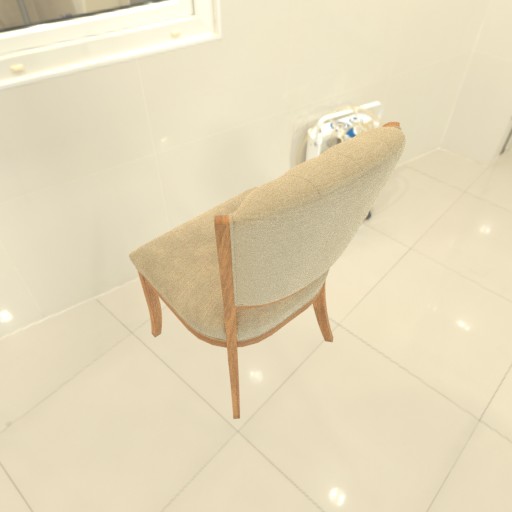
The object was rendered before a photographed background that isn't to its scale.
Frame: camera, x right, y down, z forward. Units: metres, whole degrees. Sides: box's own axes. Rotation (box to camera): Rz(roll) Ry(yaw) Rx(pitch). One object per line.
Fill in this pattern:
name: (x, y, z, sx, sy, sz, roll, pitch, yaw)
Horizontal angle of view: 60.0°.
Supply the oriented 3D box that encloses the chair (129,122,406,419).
chair: (0.000, 0.000, 1.241, 0.513, 0.905, 0.584, -32, 54, -27)
